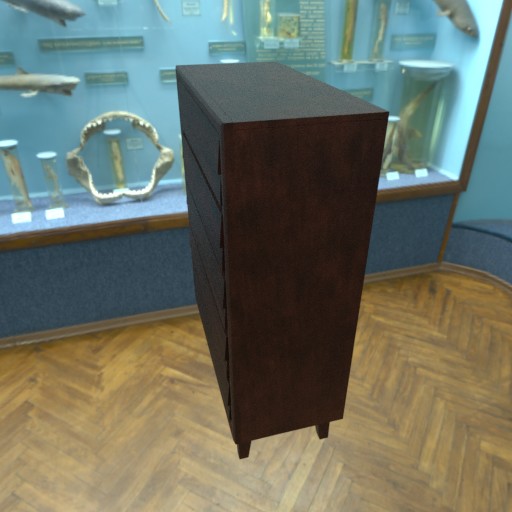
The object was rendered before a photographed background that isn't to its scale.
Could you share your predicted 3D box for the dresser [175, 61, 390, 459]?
[{"bbox_3d":[0.000,0.000,2.053,0.506,1.514,1.072,-8,32,-13],"label":"dresser"}]
